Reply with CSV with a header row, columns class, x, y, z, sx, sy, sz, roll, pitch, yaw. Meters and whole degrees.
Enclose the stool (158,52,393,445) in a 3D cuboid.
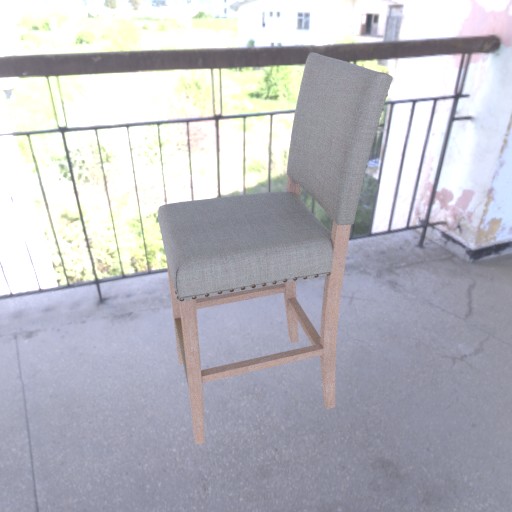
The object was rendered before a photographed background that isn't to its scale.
class,x,y,z,sx,sy,sz,roll,pitch,yaw
stool,0.000,0.000,1.468,0.585,1.173,0.445,-9,32,-14
